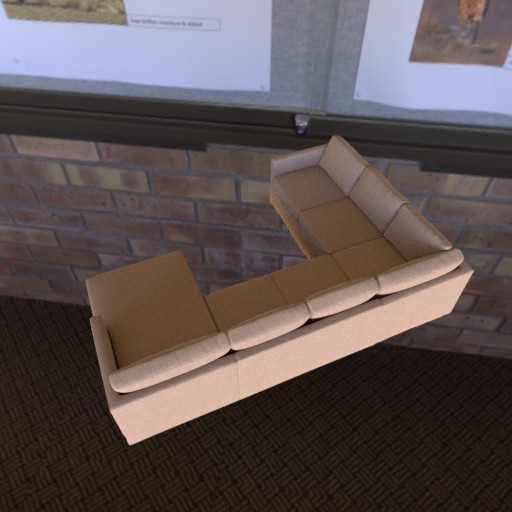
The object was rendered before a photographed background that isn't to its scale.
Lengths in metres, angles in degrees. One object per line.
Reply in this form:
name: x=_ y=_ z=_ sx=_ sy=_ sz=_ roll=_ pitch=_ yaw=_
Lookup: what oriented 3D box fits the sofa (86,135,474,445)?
sofa: x=0.000 y=0.000 z=4.645 sx=3.460 sy=0.882 sz=2.427 roll=-18 pitch=50 yaw=-16
